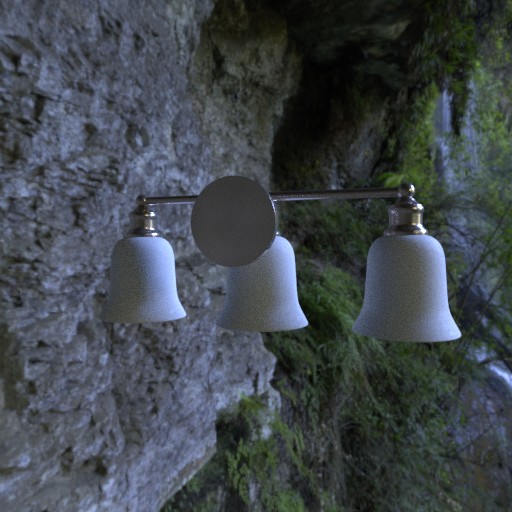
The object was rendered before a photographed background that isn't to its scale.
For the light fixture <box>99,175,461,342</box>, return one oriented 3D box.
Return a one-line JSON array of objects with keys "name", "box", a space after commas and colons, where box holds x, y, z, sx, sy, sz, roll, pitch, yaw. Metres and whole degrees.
[{"name": "light fixture", "box": [0.000, 0.000, 0.666, 0.570, 0.211, 0.198, 0, 1, 19]}]
